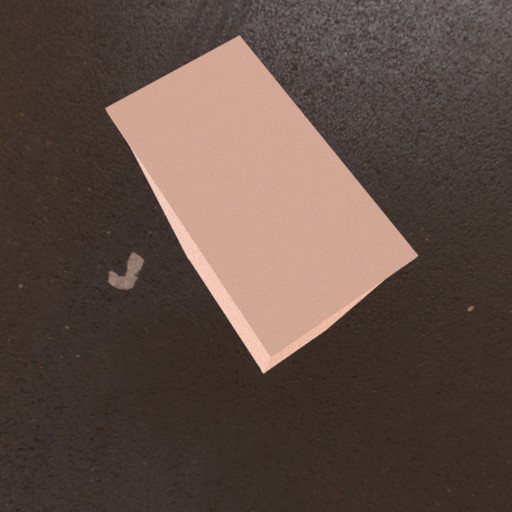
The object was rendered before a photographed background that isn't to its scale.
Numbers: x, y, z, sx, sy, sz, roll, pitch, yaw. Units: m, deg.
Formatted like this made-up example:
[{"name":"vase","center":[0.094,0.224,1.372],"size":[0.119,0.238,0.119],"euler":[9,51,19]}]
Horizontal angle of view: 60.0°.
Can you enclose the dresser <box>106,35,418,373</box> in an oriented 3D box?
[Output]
[{"name":"dresser","center":[0.000,0.000,1.611],"size":[0.399,1.255,0.704],"euler":[-33,76,-9]}]
